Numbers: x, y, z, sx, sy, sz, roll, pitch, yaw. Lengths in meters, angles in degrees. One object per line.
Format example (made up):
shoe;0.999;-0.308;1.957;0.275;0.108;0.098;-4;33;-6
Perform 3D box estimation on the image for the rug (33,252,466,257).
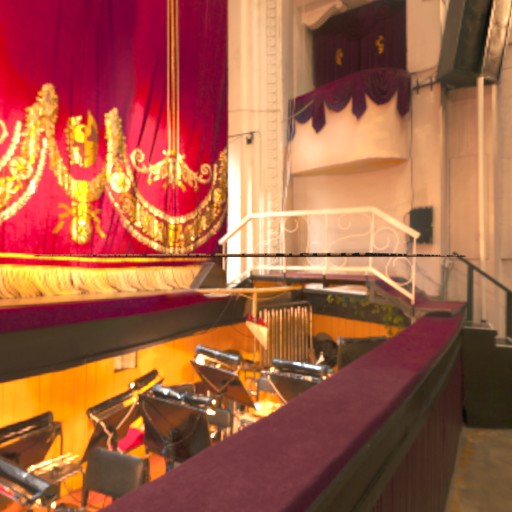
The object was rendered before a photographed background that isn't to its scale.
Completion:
rug;0.000;0.000;3.950;3.017;0.014;2.416;0;0;35
